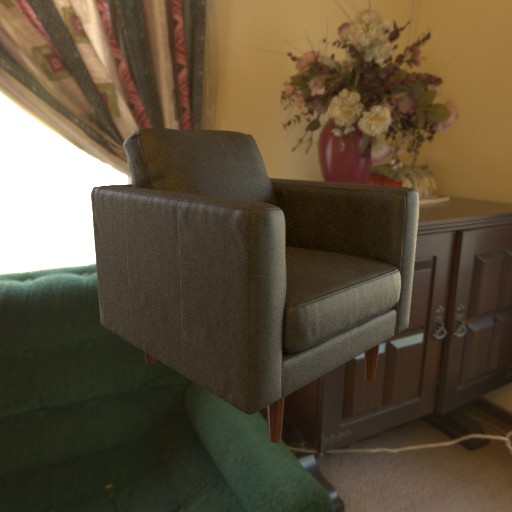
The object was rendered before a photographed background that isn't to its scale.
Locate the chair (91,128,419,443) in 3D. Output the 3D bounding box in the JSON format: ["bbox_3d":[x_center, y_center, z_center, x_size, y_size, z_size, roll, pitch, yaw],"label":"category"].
[{"bbox_3d":[0.000,0.000,1.596,0.831,0.898,0.879,-12,18,-43],"label":"chair"}]
